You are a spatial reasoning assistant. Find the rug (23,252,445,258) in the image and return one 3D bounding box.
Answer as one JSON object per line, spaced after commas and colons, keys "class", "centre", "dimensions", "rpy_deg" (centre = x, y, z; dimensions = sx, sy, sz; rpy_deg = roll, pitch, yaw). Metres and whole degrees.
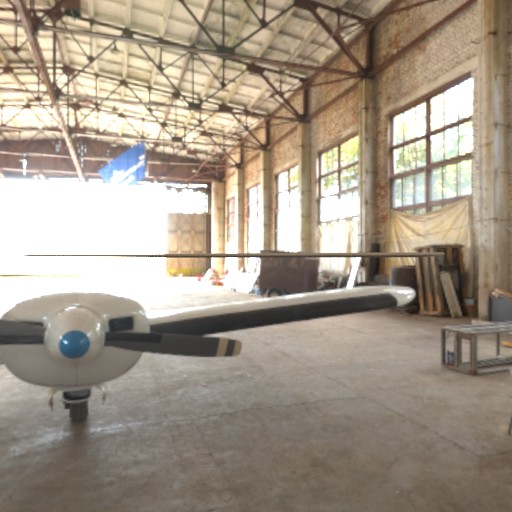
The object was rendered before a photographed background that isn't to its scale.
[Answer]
{"class": "rug", "centre": [0.000, 0.000, 4.122], "dimensions": [3.051, 0.020, 2.407], "rpy_deg": [0, 0, 18]}
